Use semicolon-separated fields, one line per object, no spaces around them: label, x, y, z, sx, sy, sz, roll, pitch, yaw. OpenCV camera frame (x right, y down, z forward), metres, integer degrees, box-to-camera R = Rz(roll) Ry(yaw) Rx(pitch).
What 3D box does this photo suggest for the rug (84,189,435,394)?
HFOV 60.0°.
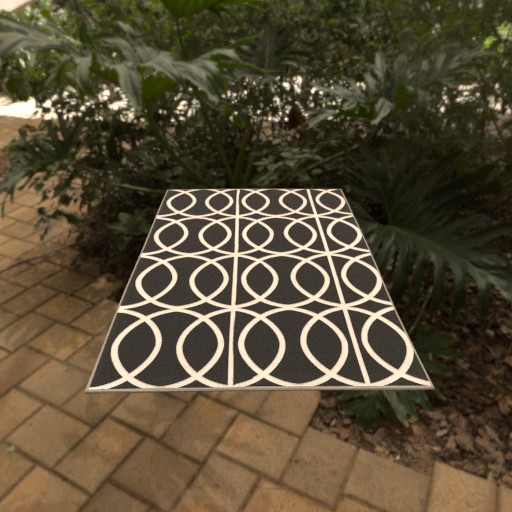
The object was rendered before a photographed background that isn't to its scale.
rug;0.000;0.000;2.897;1.528;0.014;2.294;0;31;-1
